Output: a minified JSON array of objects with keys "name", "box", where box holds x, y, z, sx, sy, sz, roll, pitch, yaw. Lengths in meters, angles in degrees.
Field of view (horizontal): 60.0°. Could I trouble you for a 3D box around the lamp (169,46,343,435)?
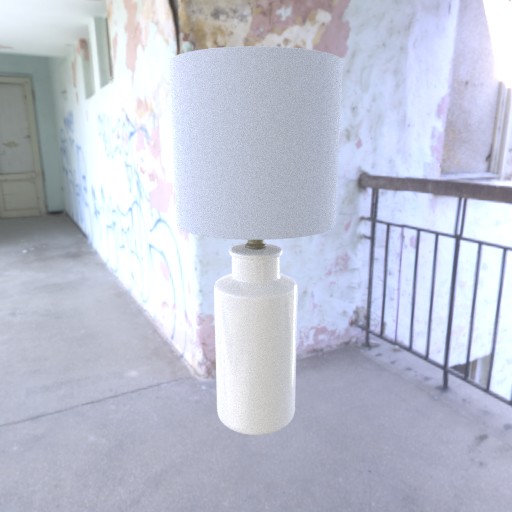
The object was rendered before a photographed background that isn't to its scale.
[{"name":"lamp","box":[0.000,0.000,0.612,0.212,0.493,0.212,-7,16,-26]}]
